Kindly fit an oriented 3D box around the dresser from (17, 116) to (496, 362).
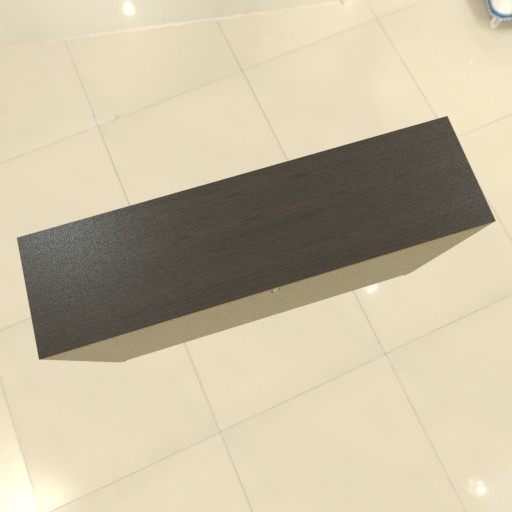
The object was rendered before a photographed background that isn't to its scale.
[{"bbox_3d":[0.000,0.000,1.671,1.360,0.755,0.401,-17,76,-4],"label":"dresser"}]
